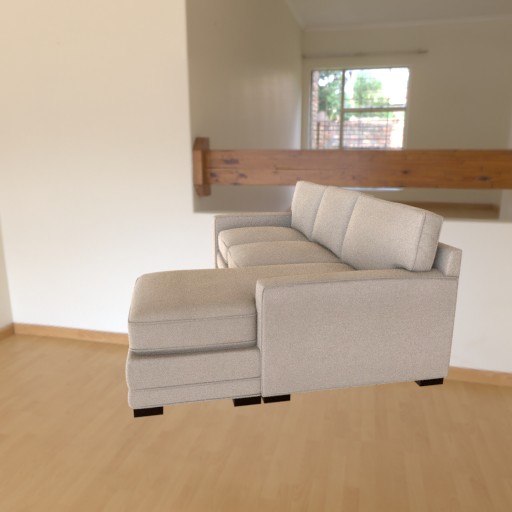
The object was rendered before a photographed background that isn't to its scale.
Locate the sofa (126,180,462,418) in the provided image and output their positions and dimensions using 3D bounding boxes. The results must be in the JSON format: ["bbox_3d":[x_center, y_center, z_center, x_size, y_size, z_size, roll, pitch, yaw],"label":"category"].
[{"bbox_3d":[0.000,0.000,2.895,1.496,0.861,2.087,-3,14,-11],"label":"sofa"}]
